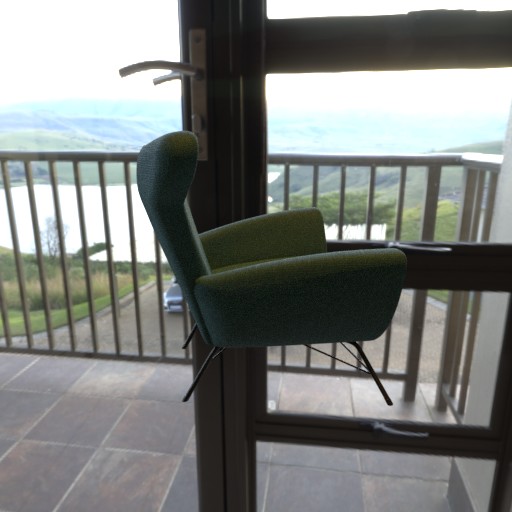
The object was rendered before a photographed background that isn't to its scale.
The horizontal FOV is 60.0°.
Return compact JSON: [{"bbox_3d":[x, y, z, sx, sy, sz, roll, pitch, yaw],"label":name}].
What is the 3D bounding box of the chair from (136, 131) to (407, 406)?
[{"bbox_3d":[0.000,0.000,1.808,0.900,0.980,1.050,-3,16,-10],"label":"chair"}]
